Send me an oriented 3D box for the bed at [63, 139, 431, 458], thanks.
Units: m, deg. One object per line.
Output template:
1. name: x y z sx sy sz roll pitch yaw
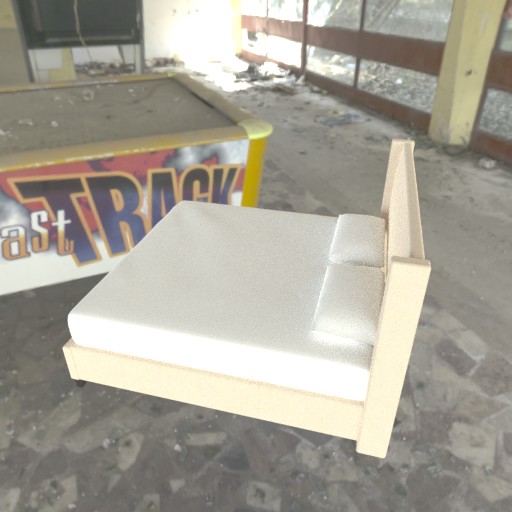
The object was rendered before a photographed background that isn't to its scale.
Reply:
1. bed: 0.000 0.000 3.613 2.293 1.471 2.145 8 32 13
